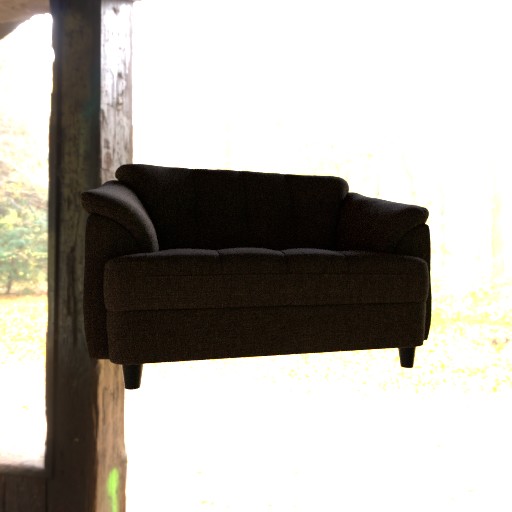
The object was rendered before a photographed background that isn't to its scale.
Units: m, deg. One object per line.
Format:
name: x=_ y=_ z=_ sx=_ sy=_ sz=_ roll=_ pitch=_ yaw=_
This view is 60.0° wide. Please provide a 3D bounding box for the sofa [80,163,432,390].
sofa: x=0.000 y=0.000 z=1.952 sx=1.404 sy=0.895 sz=0.799 roll=0 pitch=-1 yaw=-16
